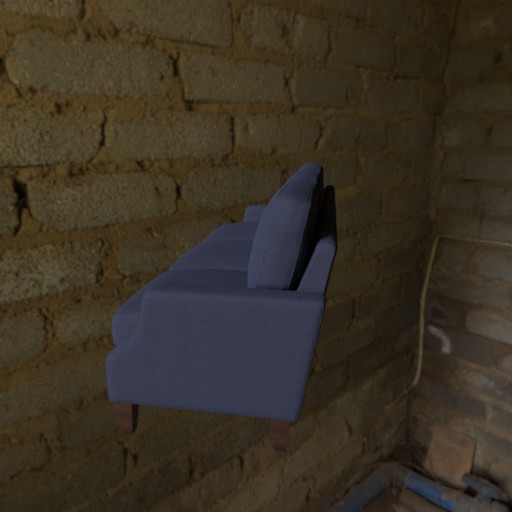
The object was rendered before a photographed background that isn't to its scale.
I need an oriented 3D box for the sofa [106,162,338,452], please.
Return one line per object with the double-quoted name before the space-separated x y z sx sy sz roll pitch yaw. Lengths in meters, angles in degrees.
"sofa" 0.000 0.000 2.578 0.888 0.984 2.115 2 15 9
